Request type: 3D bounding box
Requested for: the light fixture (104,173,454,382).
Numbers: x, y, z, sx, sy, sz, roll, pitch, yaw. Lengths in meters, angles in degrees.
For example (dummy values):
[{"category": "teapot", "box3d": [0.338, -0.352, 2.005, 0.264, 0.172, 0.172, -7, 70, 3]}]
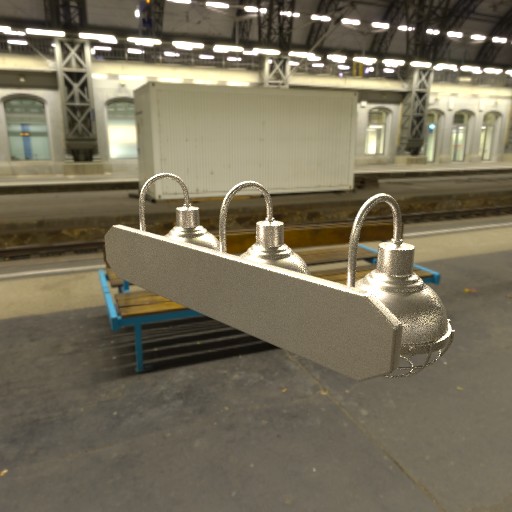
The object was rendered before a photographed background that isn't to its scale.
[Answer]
[{"category": "light fixture", "box3d": [0.000, 0.000, 0.752, 0.634, 0.254, 0.229, 14, 21, 43]}]
